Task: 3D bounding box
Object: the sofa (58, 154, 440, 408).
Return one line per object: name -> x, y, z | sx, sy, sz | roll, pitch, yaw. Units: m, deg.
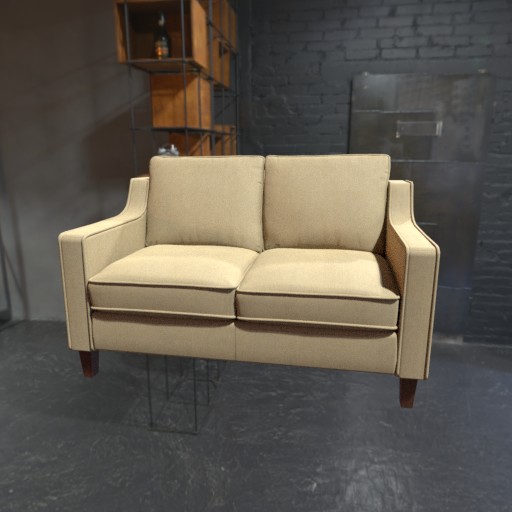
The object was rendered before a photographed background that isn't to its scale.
sofa -> 0.000, 0.000, 2.178 | 1.501, 0.971, 0.987 | 2, 14, 10
